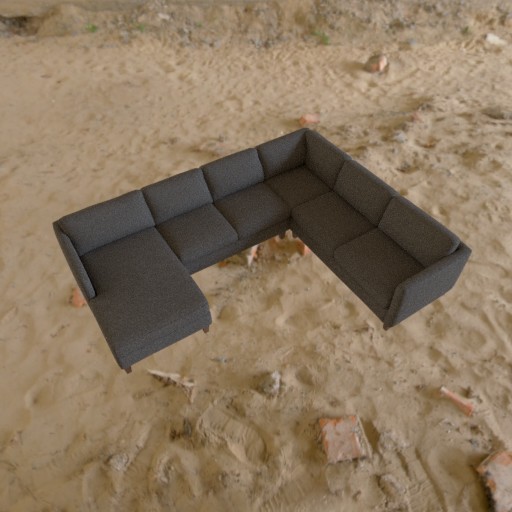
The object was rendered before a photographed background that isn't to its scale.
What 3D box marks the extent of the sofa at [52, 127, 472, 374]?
[{"bbox_3d":[0.000,0.000,4.446,3.238,0.853,2.551,-25,52,-21],"label":"sofa"}]
